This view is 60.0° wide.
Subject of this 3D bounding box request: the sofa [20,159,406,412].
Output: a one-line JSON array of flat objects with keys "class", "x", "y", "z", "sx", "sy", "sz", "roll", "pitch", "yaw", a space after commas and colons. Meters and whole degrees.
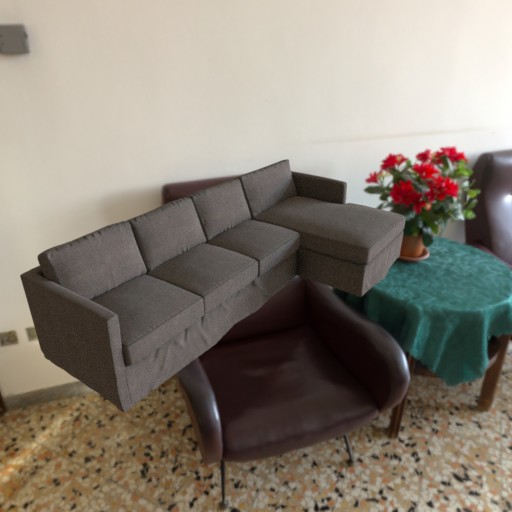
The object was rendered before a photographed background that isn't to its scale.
[{"class": "sofa", "x": 0.000, "y": 0.000, "z": 3.831, "sx": 1.650, "sy": 0.922, "sz": 3.205, "roll": 18, "pitch": 32, "yaw": 31}]
